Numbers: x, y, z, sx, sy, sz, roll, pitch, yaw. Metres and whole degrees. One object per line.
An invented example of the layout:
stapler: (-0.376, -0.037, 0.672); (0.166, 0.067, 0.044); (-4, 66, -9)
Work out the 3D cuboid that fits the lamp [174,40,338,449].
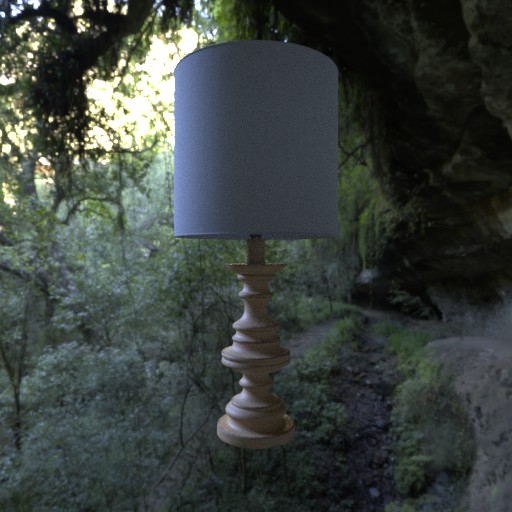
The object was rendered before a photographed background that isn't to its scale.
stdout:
lamp: (0.000, 0.000, 0.571); (0.208, 0.455, 0.208); (0, 0, -34)
